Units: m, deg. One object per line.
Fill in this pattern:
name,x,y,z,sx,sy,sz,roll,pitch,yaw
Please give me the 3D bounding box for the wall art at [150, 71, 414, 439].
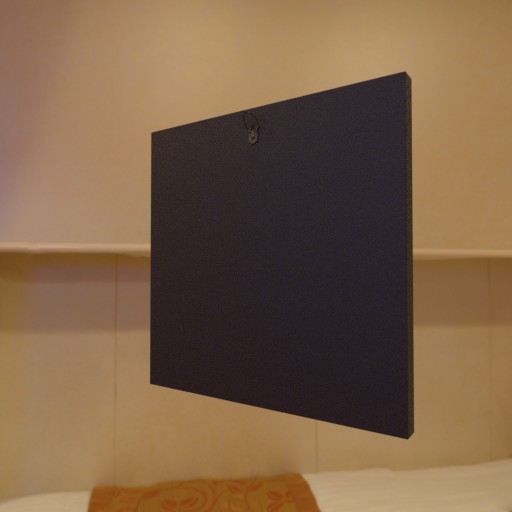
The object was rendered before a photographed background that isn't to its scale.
wall art,0.000,0.000,0.520,0.349,0.349,0.038,-1,-1,34
